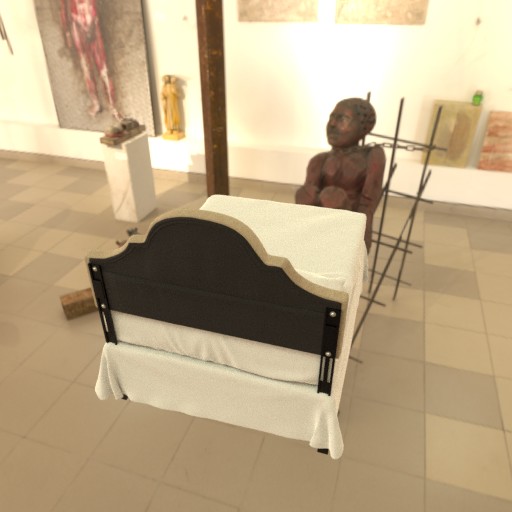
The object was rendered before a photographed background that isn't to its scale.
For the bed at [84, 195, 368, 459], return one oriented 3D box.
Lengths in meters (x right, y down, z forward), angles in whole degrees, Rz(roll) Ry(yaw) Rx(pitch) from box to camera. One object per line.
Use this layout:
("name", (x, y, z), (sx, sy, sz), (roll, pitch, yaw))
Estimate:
("bed", (0.000, 0.000, 3.480), (1.780, 1.634, 2.222), (9, 33, 15))
